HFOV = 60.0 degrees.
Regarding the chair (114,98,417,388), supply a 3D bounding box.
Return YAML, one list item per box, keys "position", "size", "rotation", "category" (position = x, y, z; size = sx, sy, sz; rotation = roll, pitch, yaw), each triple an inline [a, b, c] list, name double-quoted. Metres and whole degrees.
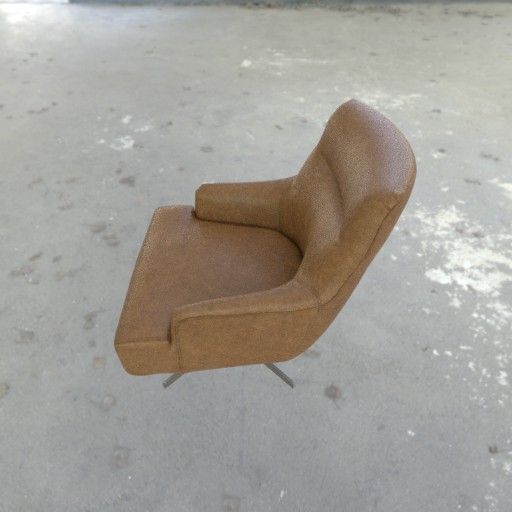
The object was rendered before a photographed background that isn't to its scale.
- position: [0.000, 0.000, 1.528]
  size: [0.874, 0.869, 0.729]
  rotation: [0, 40, 0]
  category: "chair"
